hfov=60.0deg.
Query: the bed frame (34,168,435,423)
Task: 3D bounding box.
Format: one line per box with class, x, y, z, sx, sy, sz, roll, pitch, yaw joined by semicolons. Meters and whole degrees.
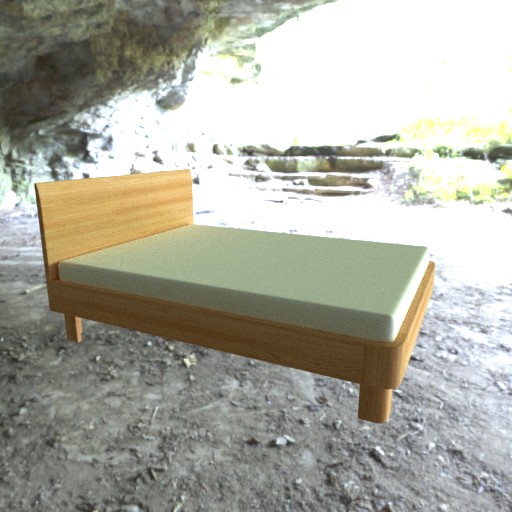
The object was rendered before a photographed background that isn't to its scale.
bed frame;0.000;0.000;2.758;1.992;0.940;1.472;7;16;26
